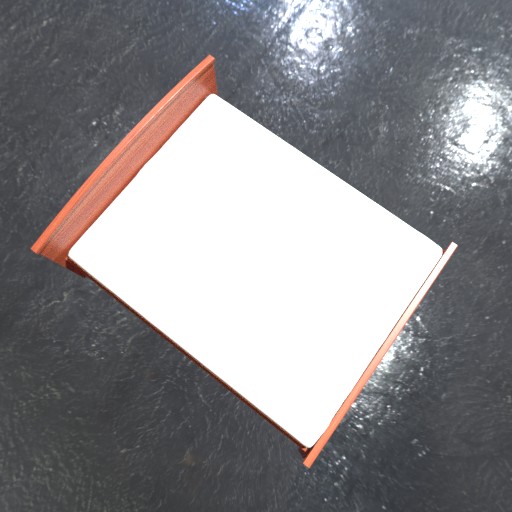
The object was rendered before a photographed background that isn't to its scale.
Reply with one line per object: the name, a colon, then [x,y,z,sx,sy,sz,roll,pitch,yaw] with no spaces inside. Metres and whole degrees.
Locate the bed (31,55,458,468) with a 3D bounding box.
bed: [0.000,0.000,2.964,2.053,0.848,1.683,36,78,9]
